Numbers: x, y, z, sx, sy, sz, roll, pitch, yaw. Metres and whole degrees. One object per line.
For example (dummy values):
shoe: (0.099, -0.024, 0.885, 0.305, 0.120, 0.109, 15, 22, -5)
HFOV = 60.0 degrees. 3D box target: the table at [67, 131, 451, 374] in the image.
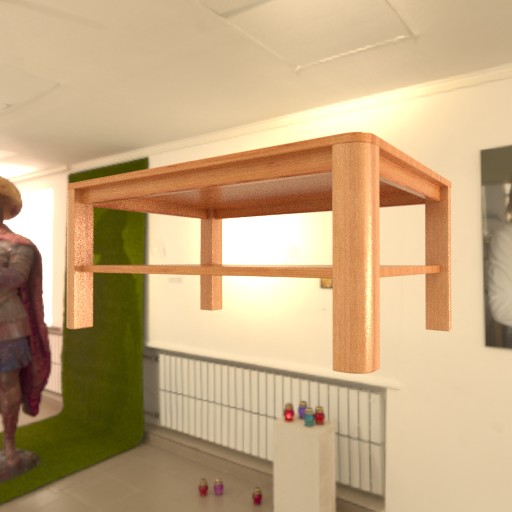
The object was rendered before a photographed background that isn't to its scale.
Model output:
table: (0.000, 0.000, 1.369, 0.997, 0.445, 0.696, 0, -1, 36)
